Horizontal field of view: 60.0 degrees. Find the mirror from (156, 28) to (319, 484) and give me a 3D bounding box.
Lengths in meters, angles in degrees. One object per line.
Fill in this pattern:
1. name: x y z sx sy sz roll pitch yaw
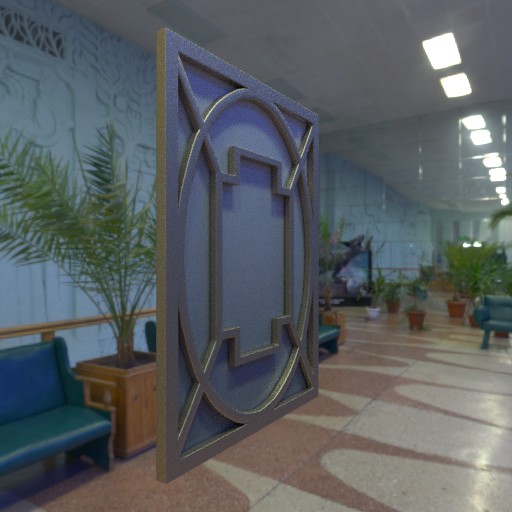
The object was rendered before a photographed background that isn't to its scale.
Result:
1. mirror: 0.000 0.000 1.311 0.032 1.023 0.756 0 0 35
